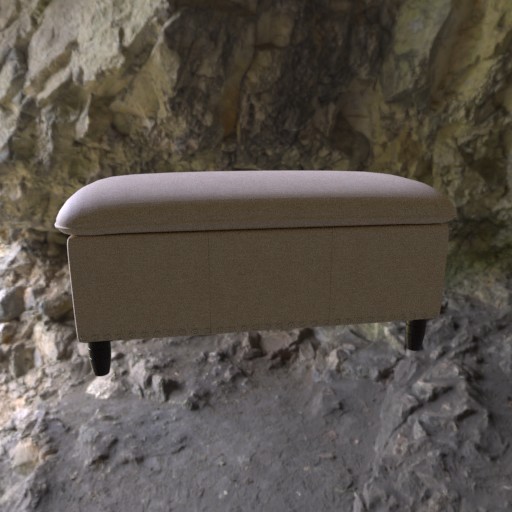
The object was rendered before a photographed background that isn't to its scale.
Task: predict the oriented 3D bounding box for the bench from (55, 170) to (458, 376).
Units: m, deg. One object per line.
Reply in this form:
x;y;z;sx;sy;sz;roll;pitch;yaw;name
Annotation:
0.000;0.000;1.289;0.991;0.483;0.483;-2;15;-9;bench
